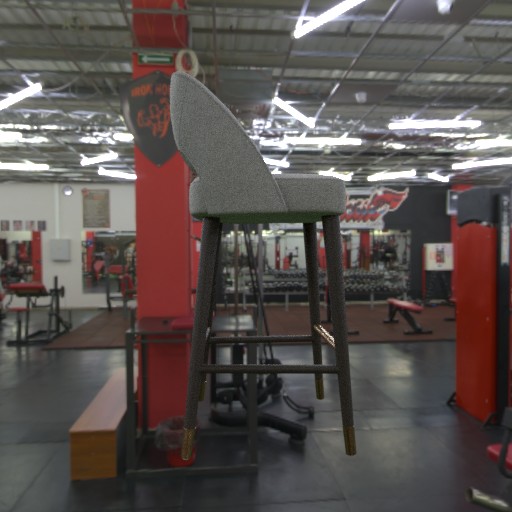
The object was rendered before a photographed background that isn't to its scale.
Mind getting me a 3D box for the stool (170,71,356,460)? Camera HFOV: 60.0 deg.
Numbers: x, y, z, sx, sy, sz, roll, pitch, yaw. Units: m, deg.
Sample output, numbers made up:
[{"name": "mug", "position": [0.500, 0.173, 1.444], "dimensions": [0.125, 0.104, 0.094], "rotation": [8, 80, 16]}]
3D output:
[{"name": "stool", "position": [0.000, 0.000, 1.357], "dimensions": [0.509, 1.037, 0.494], "rotation": [0, 1, -2]}]
